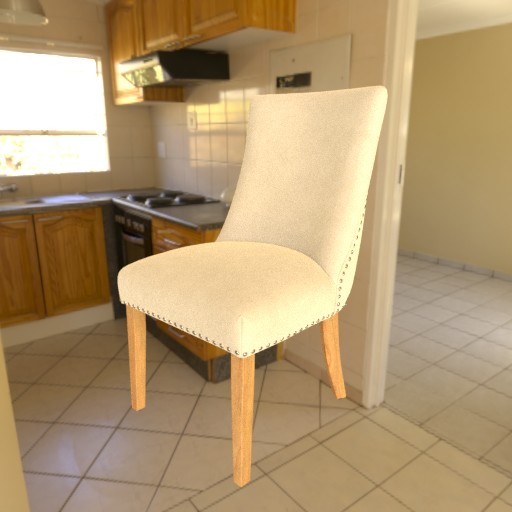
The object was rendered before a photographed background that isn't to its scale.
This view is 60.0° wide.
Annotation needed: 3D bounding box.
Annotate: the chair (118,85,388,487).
[{"bbox_3d":[0.000,0.000,1.239,0.495,0.902,0.610,14,20,41],"label":"chair"}]
